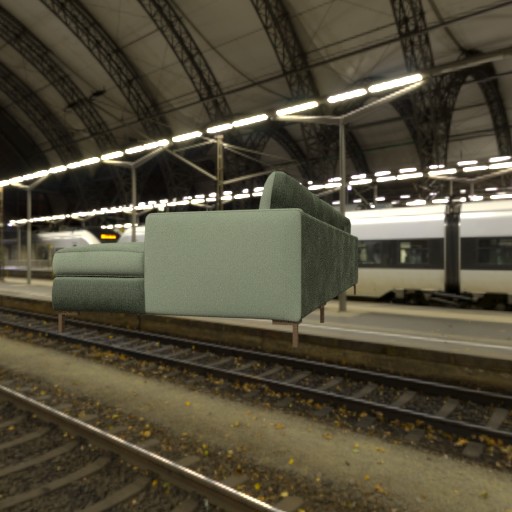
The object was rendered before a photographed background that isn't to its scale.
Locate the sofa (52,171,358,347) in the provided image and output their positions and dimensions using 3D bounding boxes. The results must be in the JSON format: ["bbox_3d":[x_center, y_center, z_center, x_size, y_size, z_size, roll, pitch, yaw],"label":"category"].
[{"bbox_3d":[0.000,0.000,3.263,1.255,0.756,2.725,0,0,18],"label":"sofa"}]
